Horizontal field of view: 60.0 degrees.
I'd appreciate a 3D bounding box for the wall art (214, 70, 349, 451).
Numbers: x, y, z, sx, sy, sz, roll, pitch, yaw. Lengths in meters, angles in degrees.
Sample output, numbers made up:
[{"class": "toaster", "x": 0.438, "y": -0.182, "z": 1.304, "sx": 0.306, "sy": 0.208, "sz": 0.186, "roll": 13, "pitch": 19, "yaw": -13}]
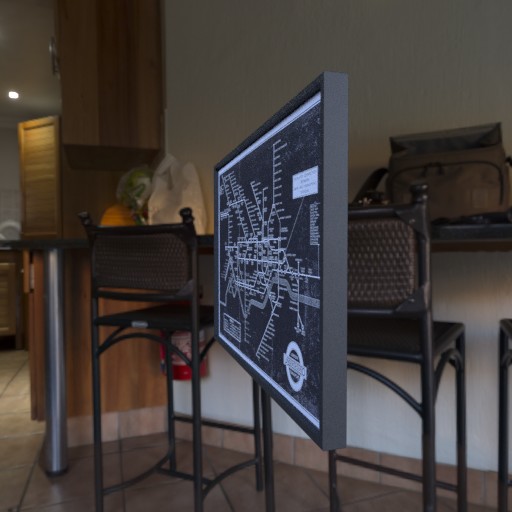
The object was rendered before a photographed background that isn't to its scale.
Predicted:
[{"class": "wall art", "x": 0.000, "y": 0.000, "z": 0.565, "sx": 0.021, "sy": 0.301, "sz": 0.443, "roll": 0, "pitch": 2, "yaw": -17}]
